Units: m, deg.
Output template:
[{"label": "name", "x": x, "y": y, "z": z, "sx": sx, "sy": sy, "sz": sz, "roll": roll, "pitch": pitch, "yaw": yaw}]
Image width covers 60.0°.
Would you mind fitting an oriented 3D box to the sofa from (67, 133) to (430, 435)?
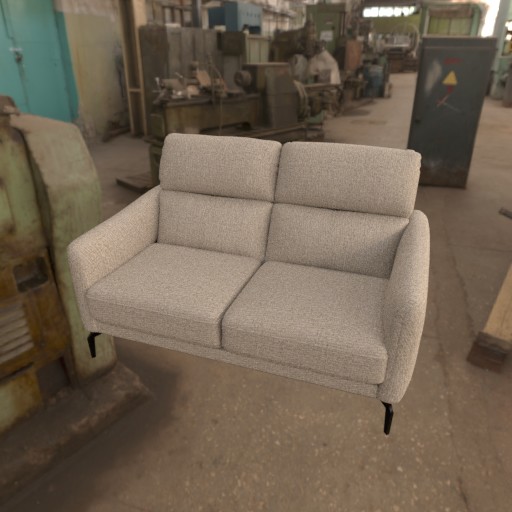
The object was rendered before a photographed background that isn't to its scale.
[{"label": "sofa", "x": 0.000, "y": 0.000, "z": 2.110, "sx": 1.540, "sy": 0.950, "sz": 0.905, "roll": 9, "pitch": 27, "yaw": 18}]
